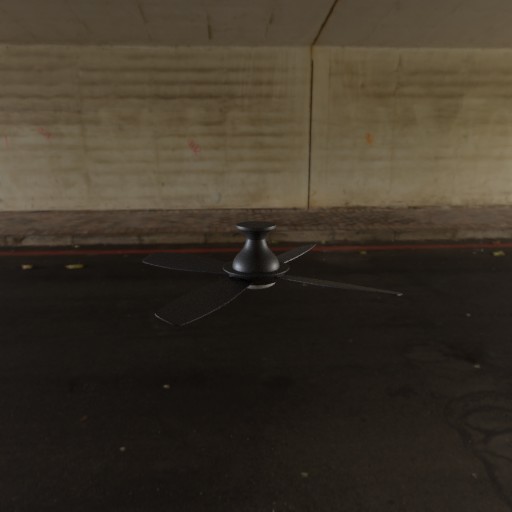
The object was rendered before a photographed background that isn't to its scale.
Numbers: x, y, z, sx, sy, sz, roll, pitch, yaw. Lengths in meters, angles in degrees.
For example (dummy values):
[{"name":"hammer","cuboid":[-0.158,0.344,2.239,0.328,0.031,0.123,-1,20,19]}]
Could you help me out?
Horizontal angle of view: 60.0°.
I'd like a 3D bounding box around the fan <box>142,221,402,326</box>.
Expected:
[{"name":"fan","cuboid":[0.000,0.000,2.640,1.694,0.382,1.694,7,16,27]}]
